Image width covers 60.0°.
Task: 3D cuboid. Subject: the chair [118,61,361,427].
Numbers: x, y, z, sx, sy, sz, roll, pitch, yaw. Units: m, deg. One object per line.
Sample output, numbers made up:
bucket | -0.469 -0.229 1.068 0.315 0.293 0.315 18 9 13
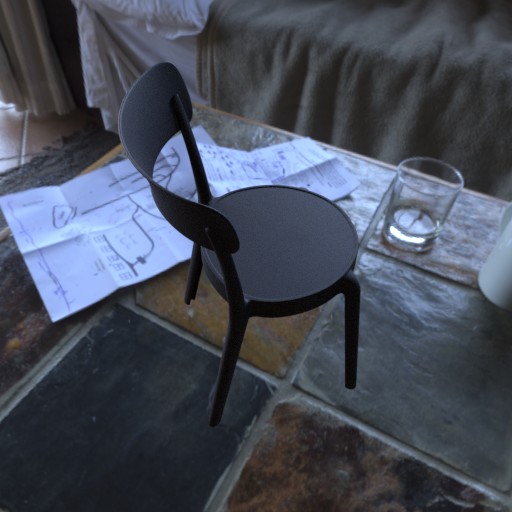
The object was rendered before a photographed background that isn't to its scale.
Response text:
chair | 0.000 0.000 1.093 0.491 0.790 0.506 -11 48 -10
